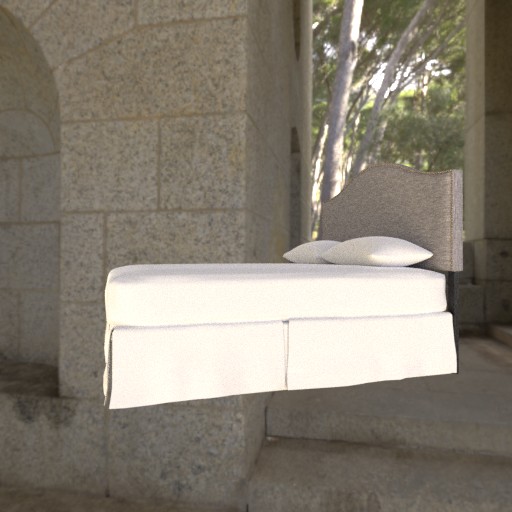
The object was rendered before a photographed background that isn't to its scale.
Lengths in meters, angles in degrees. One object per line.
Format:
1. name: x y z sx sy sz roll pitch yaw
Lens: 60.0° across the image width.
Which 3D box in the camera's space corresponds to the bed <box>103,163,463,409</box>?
1. bed: 0.000 0.000 2.877 1.870 1.295 1.610 0 0 -18
